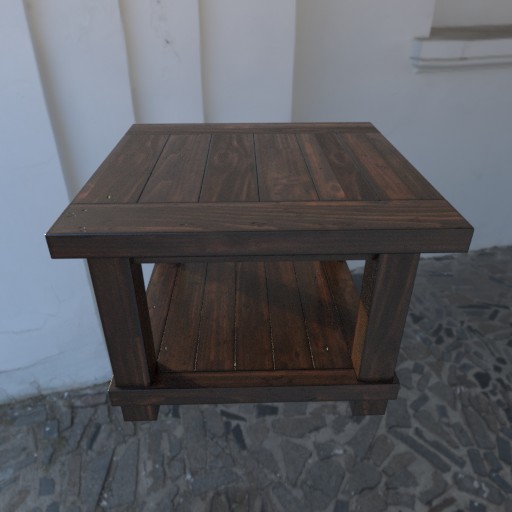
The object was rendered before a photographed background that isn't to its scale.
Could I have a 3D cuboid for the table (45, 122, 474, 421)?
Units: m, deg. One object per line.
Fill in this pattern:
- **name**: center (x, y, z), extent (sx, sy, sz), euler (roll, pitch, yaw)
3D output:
- **table**: center (0.000, 0.000, 0.988), extent (0.606, 0.437, 0.593), euler (-1, 31, -1)
